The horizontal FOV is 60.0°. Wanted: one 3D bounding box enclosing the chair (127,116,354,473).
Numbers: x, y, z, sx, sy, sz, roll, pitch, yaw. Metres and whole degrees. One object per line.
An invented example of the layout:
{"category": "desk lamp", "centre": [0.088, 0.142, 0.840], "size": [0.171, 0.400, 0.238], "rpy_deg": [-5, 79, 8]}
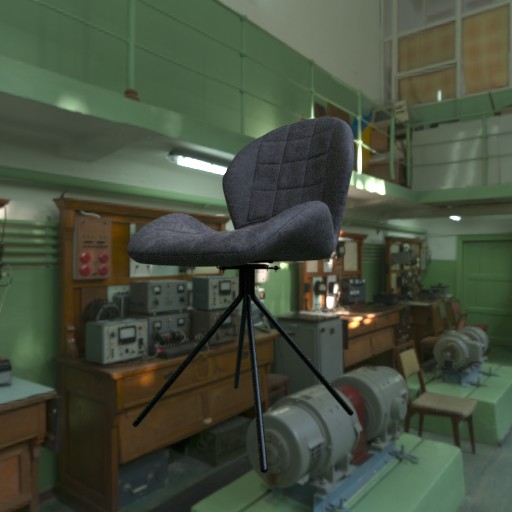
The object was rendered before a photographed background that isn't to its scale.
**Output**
{"category": "chair", "centre": [0.000, 0.000, 1.289], "size": [0.527, 0.934, 0.640], "rpy_deg": [0, 0, 37]}
